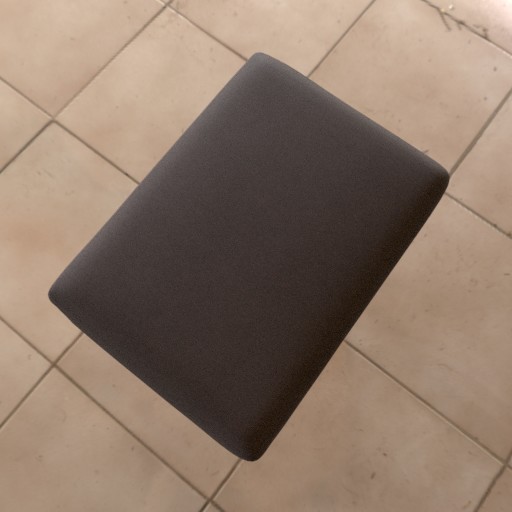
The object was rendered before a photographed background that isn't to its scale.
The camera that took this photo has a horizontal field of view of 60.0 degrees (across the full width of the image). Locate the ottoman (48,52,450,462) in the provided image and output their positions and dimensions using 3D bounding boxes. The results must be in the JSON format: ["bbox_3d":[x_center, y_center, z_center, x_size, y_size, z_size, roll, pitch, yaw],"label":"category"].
[{"bbox_3d":[0.000,0.000,1.146,0.574,0.497,0.773,36,79,8],"label":"ottoman"}]
